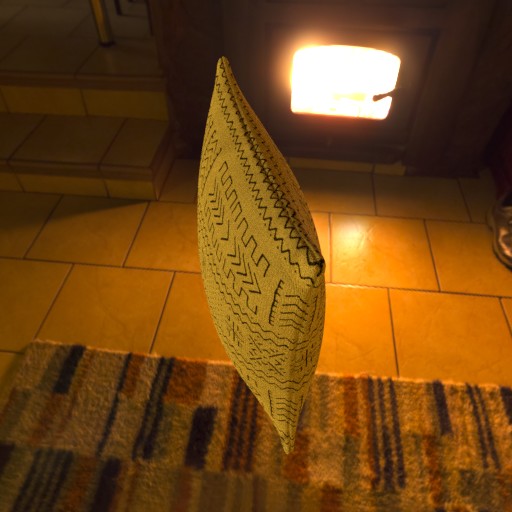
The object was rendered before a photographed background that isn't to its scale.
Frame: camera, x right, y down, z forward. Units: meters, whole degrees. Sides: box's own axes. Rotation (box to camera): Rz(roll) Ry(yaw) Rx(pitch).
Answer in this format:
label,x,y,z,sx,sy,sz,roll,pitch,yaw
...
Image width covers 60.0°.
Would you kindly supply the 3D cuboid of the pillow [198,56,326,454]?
label,x,y,z,sx,sy,sz,roll,pitch,yaw
pillow,0.000,0.000,0.661,0.164,0.430,0.438,-10,48,-9
